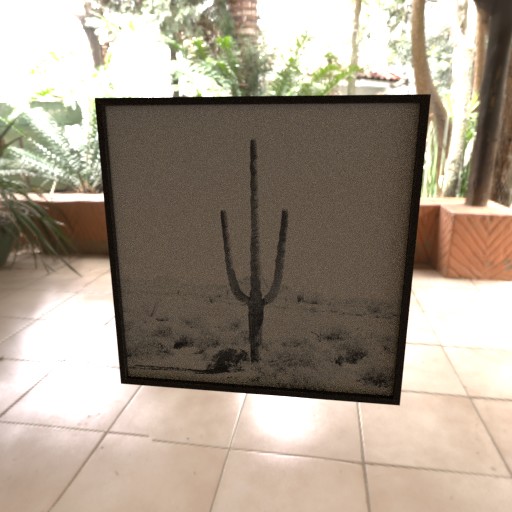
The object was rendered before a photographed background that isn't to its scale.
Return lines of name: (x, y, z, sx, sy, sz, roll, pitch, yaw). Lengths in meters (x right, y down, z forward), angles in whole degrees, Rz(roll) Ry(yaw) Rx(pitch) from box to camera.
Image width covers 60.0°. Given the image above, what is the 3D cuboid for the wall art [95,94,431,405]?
wall art: (0.000, 0.000, 0.751, 0.508, 0.508, 0.038, 2, 16, 8)
